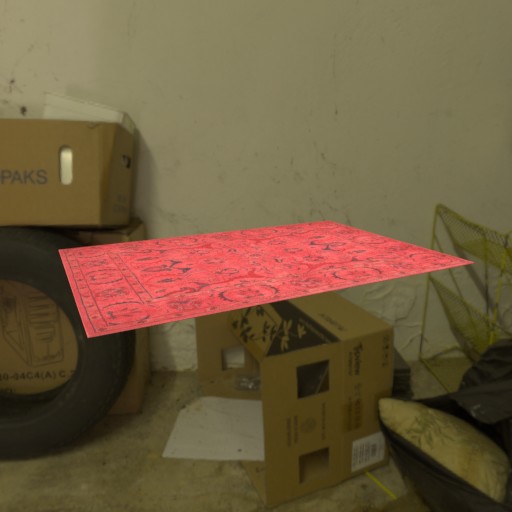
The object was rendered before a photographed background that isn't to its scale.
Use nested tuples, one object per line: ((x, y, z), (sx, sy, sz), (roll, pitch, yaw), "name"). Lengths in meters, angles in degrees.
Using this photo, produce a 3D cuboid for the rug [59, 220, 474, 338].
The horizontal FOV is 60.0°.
((0.000, 0.000, 2.315), (1.814, 0.008, 1.209), (-8, 17, -26), "rug")
